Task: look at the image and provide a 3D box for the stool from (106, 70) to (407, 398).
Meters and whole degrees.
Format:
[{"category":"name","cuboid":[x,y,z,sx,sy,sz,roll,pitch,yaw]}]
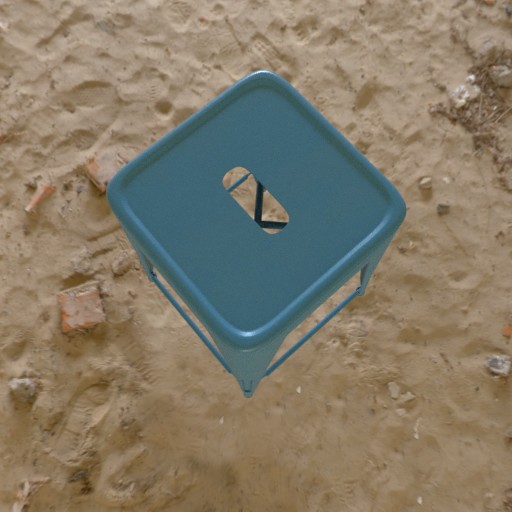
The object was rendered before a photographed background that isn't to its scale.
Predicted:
[{"category":"stool","cuboid":[0.000,0.000,0.876,0.410,0.608,0.410,-40,79,-9]}]
